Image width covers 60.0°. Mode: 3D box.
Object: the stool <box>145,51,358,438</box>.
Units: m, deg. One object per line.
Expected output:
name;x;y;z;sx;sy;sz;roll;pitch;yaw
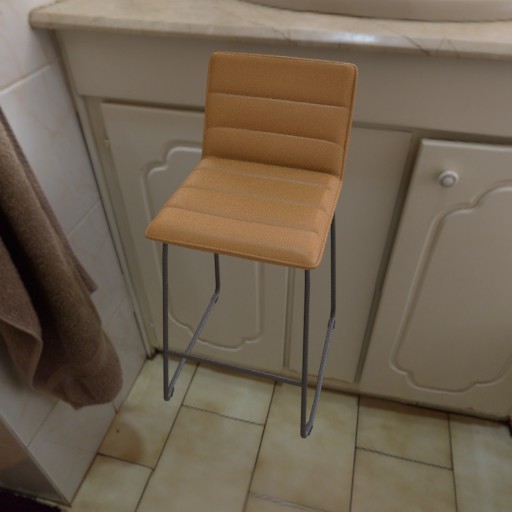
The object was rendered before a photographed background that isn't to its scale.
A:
stool;0.000;0.000;1.248;0.489;0.936;0.524;11;42;12
